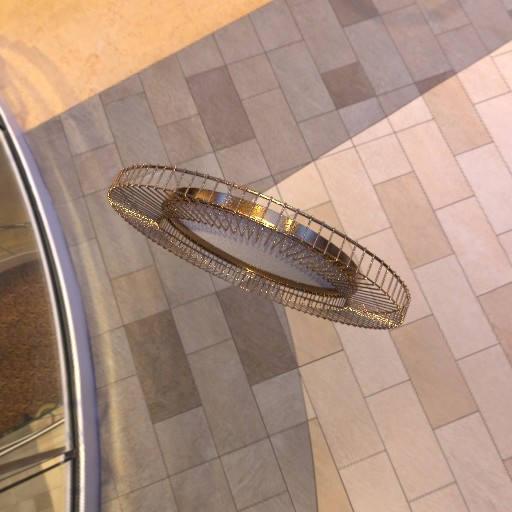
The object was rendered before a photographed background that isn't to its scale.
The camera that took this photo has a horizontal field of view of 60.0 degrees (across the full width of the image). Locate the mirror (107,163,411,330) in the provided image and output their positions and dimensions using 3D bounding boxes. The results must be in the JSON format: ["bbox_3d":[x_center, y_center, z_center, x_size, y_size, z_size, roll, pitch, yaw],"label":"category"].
[{"bbox_3d":[0.000,0.000,1.031,0.703,0.703,0.067,22,77,6],"label":"mirror"}]
